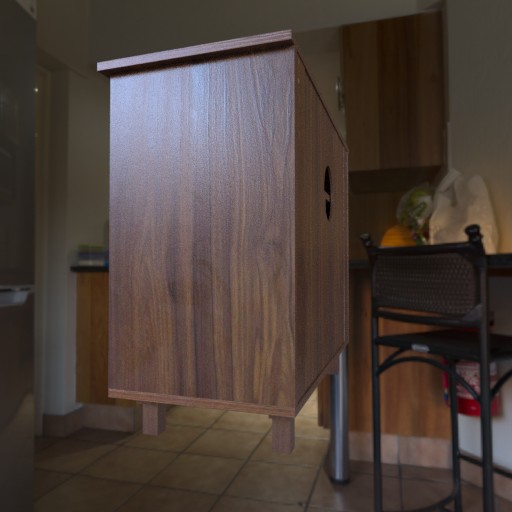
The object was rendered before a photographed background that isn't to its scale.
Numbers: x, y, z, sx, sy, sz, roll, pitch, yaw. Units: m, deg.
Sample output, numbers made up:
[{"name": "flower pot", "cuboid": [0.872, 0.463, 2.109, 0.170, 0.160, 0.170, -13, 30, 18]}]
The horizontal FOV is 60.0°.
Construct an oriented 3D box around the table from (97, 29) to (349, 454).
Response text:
[{"name": "table", "cuboid": [0.000, 0.000, 1.159, 0.390, 0.725, 0.802, 0, -1, 18]}]
